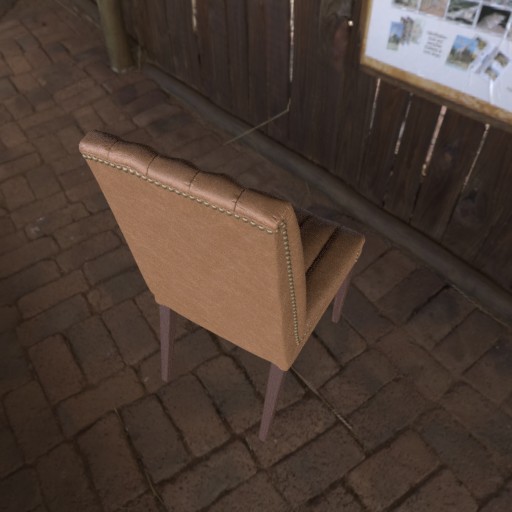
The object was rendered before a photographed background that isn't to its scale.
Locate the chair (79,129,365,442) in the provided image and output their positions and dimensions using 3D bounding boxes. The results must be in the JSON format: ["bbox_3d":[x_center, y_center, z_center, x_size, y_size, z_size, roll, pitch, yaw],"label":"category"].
[{"bbox_3d":[0.000,0.000,1.367,0.511,1.016,0.647,24,51,21],"label":"chair"}]
